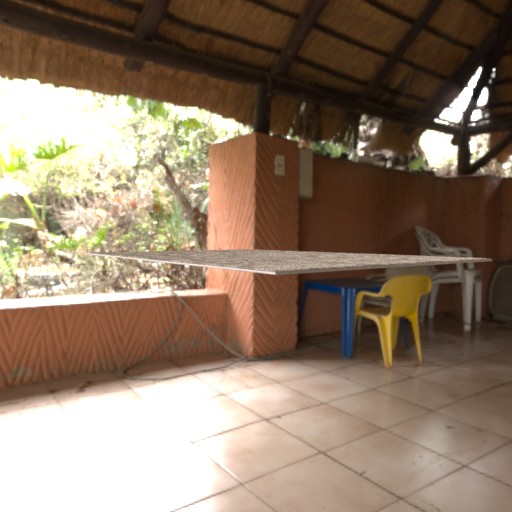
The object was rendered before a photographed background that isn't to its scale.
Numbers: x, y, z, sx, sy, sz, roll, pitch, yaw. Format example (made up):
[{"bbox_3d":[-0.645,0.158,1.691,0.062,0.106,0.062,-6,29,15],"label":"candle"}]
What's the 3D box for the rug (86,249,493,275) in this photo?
[{"bbox_3d":[0.000,0.000,2.295,1.206,0.012,1.824,-2,3,-36],"label":"rug"}]
